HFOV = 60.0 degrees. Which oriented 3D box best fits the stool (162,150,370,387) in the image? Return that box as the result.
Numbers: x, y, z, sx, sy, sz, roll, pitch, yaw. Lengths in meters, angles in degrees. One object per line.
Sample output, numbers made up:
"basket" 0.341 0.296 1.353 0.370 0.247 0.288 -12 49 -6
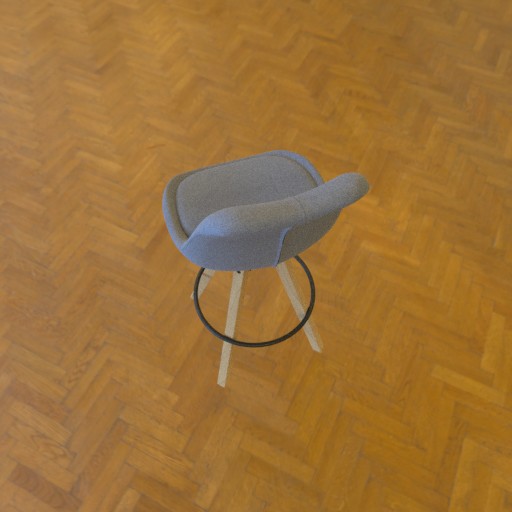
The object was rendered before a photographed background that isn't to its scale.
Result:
"stool" 0.000 0.000 1.417 0.485 1.115 0.550 -17 59 -11
